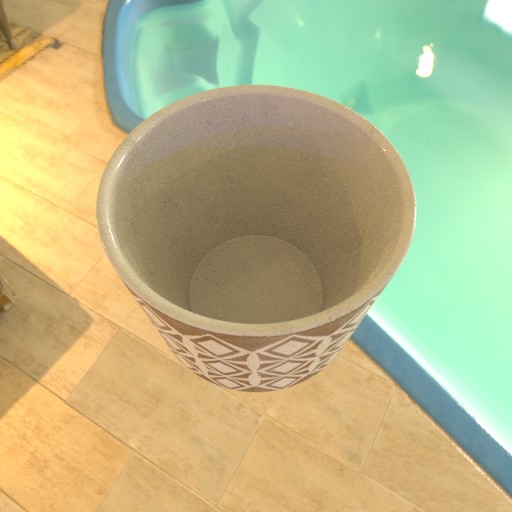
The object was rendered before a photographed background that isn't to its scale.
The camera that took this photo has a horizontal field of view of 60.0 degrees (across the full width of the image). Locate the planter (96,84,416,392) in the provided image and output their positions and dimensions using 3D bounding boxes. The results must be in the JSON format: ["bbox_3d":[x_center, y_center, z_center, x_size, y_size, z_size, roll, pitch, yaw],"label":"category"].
[{"bbox_3d":[0.000,0.000,0.458,0.260,0.220,0.260,0,58,0],"label":"planter"}]
